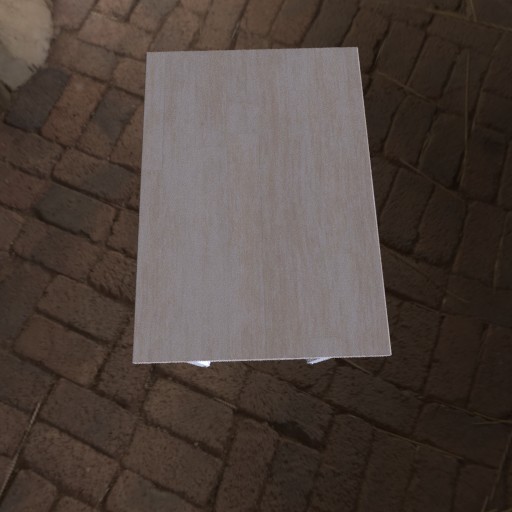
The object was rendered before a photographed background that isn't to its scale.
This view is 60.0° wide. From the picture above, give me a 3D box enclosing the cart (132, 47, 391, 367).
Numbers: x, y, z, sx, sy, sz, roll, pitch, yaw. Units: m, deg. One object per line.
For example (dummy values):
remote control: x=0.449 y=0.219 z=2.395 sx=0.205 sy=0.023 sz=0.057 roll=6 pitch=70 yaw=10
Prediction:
cart: x=0.000 y=0.000 z=1.181 sx=0.406 sy=0.857 sz=0.578 roll=-2 pitch=74 yaw=0
